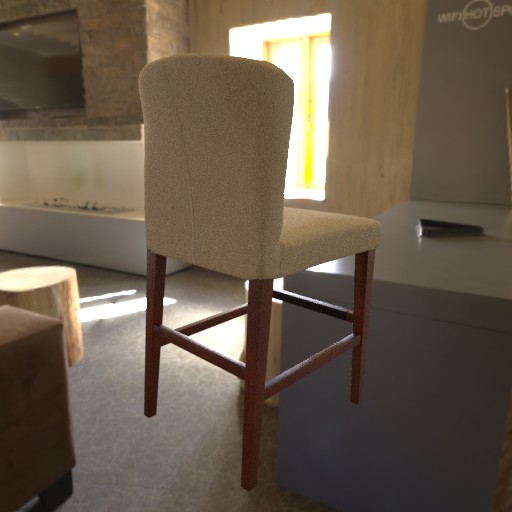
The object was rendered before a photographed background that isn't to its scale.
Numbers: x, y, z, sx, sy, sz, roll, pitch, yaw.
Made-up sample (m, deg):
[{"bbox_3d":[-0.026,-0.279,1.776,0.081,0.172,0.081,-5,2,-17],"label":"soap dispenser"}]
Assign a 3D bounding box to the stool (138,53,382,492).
[{"bbox_3d":[0.000,0.000,1.241,0.479,0.968,0.568,13,19,42],"label":"stool"}]
